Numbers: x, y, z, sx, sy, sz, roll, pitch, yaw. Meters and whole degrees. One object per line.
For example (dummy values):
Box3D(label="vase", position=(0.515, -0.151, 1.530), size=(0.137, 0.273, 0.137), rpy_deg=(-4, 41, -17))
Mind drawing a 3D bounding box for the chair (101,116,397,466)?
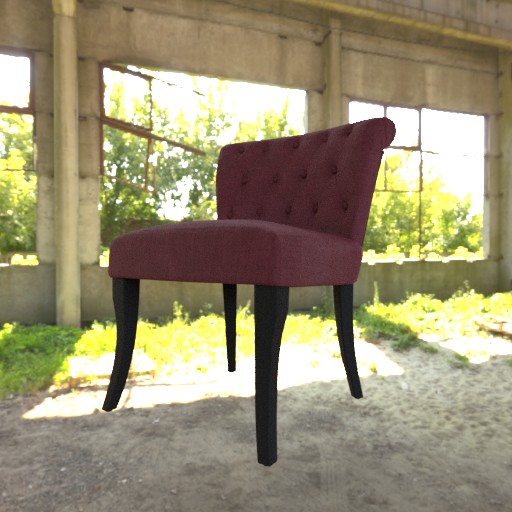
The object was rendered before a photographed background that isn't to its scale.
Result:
Box3D(label="chair", position=(0.000, 0.000, 1.169), size=(0.582, 0.750, 0.605), rpy_deg=(0, 0, 36))
